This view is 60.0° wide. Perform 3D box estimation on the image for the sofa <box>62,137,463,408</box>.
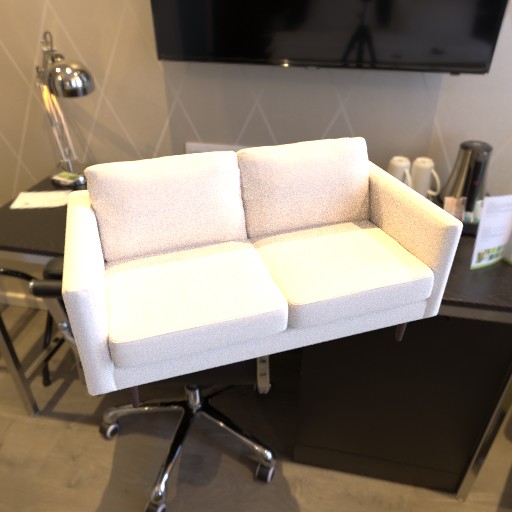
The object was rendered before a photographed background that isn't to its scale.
[{"bbox_3d":[0.000,0.000,2.226,1.713,0.893,0.940,-10,34,-15],"label":"sofa"}]
